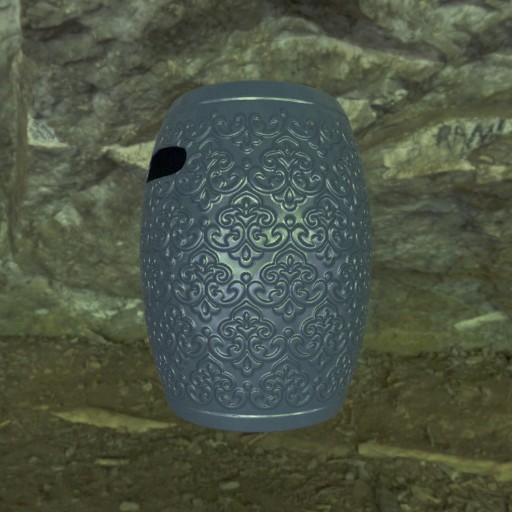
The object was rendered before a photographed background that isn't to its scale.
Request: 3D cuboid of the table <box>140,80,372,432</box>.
[{"bbox_3d":[0.000,0.000,0.609,0.309,0.397,0.309,0,0,0],"label":"table"}]
